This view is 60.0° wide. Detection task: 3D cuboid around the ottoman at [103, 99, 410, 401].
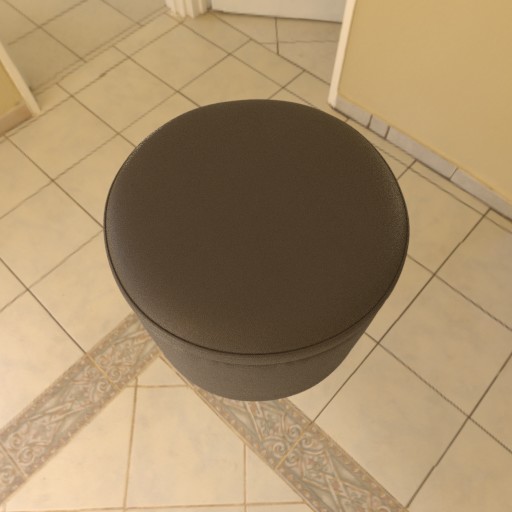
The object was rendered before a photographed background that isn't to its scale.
[{"bbox_3d":[0.000,0.000,0.872,0.500,0.409,0.500,0,63,0],"label":"ottoman"}]
